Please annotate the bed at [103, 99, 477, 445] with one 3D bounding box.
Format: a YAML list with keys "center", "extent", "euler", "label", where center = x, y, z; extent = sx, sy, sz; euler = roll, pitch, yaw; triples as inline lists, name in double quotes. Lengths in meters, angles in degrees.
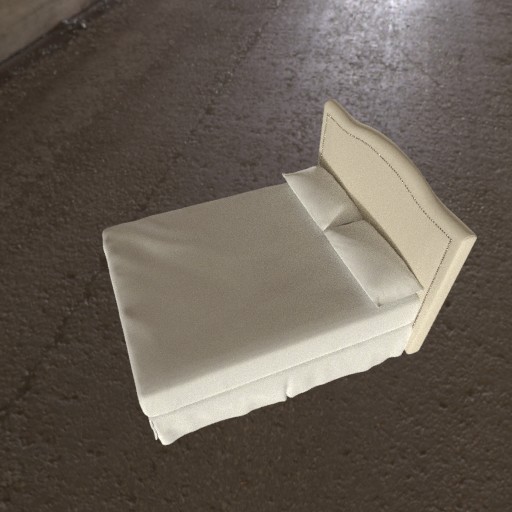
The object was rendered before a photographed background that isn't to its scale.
- center: [0.000, 0.000, 3.340]
  extent: [2.143, 1.460, 1.753]
  euler: [-16, 49, -14]
  label: "bed"
